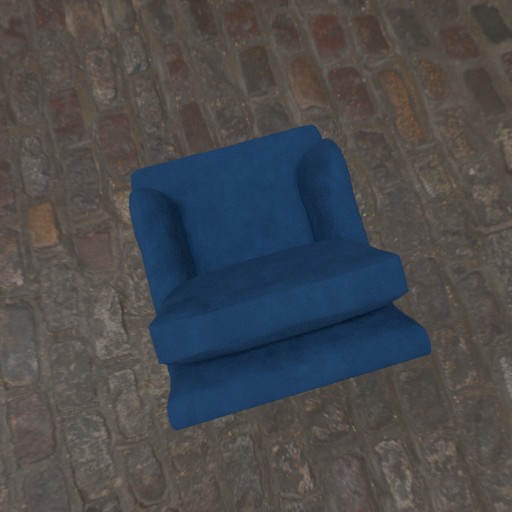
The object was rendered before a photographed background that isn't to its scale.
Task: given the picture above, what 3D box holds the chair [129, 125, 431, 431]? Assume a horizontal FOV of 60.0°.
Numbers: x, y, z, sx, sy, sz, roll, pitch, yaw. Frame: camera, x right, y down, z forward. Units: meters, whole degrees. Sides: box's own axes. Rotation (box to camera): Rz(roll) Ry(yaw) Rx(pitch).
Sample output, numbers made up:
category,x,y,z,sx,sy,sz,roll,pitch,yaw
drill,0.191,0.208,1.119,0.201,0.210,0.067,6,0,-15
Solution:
category,x,y,z,sx,sy,sz,roll,pitch,yaw
chair,0.000,0.000,1.876,0.895,1.076,1.078,-16,78,-3
